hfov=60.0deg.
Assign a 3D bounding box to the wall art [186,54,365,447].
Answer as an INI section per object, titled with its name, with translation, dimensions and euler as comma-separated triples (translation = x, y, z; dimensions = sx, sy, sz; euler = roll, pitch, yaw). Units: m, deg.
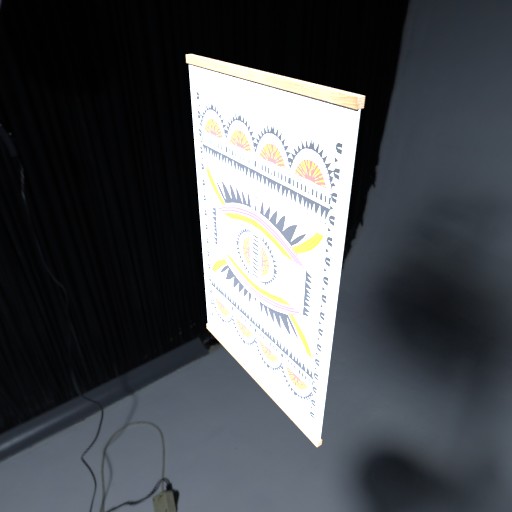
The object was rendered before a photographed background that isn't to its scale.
[wall art]
translation = 0.000, 0.000, 1.963
dimensions = 0.028, 1.533, 0.999
euler = -21, 37, -29
